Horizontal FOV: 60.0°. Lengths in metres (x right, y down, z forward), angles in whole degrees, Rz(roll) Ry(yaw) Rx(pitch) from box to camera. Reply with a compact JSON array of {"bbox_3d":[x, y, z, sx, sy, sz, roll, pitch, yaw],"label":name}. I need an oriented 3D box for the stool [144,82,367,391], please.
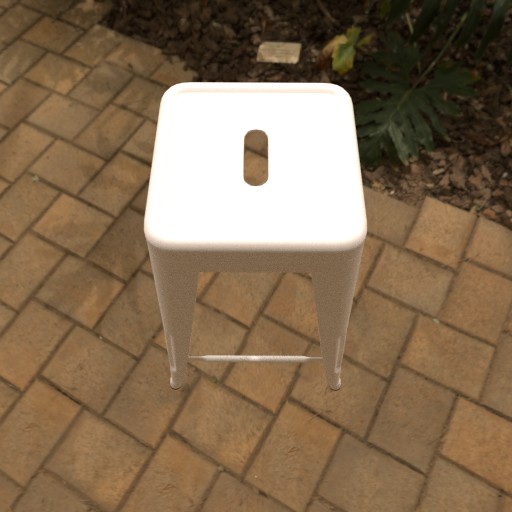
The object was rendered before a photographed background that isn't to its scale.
[{"bbox_3d":[0.000,0.000,0.866,0.406,0.610,0.406,0,64,0],"label":"stool"}]
